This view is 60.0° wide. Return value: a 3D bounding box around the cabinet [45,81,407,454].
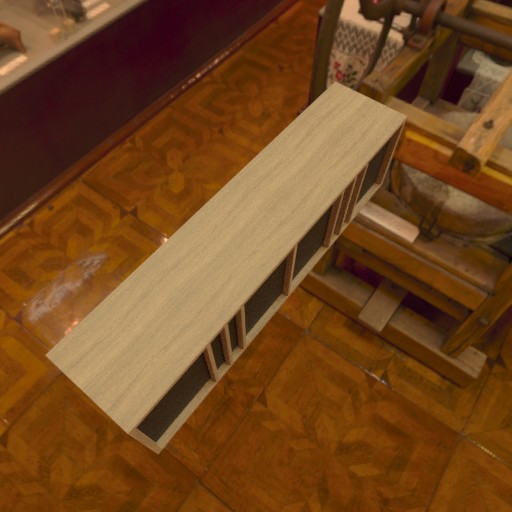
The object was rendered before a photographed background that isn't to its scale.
[{"bbox_3d":[0.000,0.000,2.533,0.499,0.779,2.198,34,65,18],"label":"cabinet"}]
